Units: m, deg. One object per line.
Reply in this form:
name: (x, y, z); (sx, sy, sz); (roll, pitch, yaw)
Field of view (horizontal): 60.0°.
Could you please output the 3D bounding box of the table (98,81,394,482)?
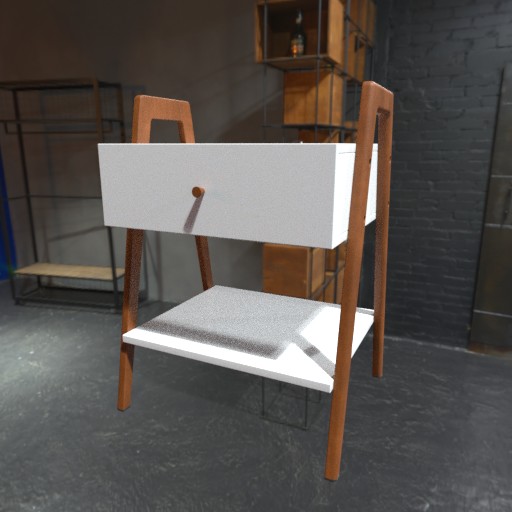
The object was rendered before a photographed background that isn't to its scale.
table: (0.000, 0.000, 0.877); (0.457, 0.610, 0.405); (7, 16, 25)
